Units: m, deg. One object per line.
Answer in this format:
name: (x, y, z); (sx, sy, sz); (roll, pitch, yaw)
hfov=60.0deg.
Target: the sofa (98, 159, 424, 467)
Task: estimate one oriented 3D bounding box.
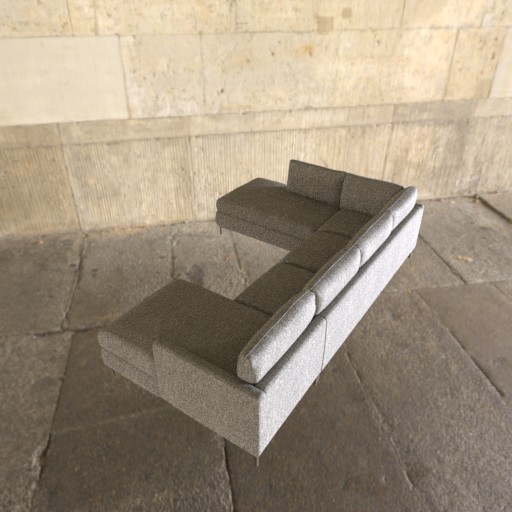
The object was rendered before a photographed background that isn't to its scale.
sofa: (0.000, 0.000, 3.625); (1.879, 0.756, 2.737); (20, 37, 29)
